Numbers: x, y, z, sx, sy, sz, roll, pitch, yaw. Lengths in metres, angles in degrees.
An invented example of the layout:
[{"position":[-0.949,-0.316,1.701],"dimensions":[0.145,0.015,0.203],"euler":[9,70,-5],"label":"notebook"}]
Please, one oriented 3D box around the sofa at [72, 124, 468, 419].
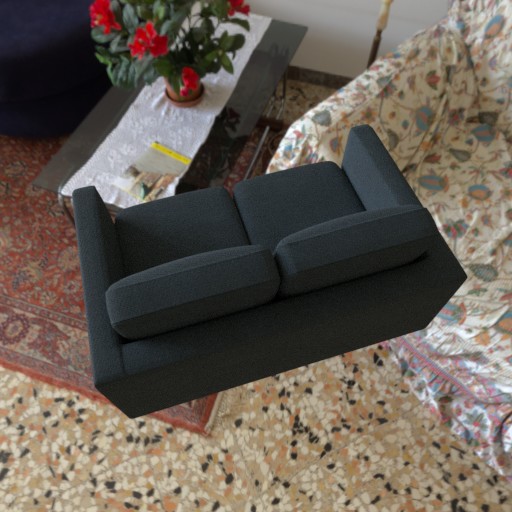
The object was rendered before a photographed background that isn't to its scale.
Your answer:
[{"position":[0.000,0.000,2.149],"dimensions":[1.518,0.930,0.999],"euler":[-15,59,-9],"label":"sofa"}]
